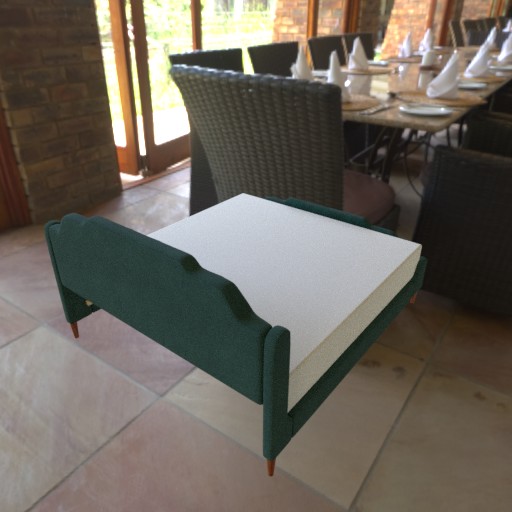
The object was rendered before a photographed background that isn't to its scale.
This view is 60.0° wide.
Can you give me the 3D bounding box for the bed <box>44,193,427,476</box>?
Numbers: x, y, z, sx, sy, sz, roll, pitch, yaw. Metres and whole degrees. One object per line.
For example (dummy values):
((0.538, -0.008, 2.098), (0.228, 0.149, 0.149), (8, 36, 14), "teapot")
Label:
((0.000, 0.000, 3.607), (2.074, 1.245, 2.340), (21, 35, 33), "bed")
